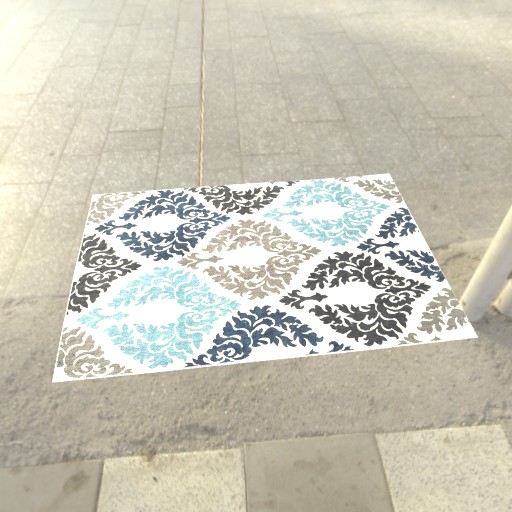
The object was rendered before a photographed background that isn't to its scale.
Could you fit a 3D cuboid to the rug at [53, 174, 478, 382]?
[{"bbox_3d":[0.000,0.000,2.854,2.275,0.014,1.514,-5,47,-5],"label":"rug"}]
